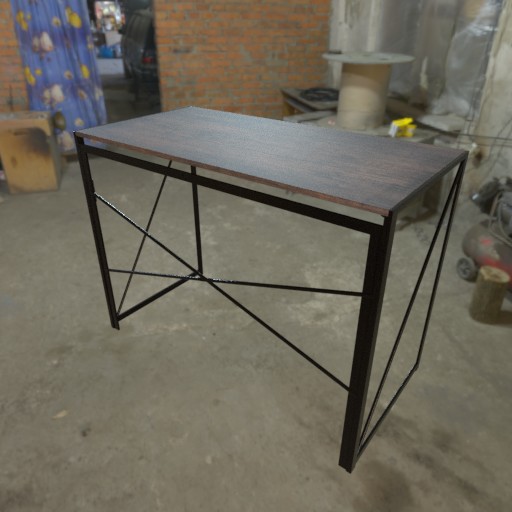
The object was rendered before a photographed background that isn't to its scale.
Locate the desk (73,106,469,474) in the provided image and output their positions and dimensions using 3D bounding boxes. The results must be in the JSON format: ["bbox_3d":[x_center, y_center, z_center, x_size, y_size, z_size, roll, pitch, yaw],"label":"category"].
[{"bbox_3d":[0.000,0.000,1.430,1.015,0.747,0.505,20,35,32],"label":"desk"}]
